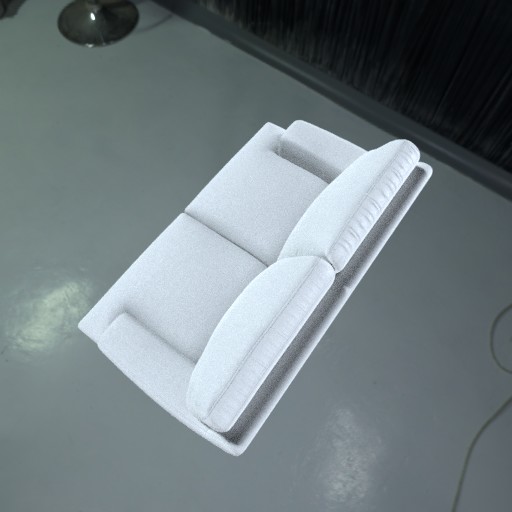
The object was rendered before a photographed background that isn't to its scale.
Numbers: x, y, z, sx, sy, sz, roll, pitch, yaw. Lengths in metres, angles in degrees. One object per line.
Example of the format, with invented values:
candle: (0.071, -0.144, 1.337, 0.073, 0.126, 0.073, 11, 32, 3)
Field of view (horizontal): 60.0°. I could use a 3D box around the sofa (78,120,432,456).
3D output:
sofa: (0.000, 0.000, 2.541, 1.143, 0.940, 1.880, 33, 68, 15)
